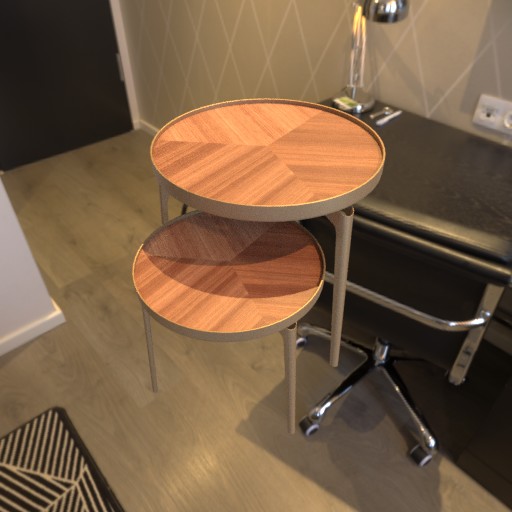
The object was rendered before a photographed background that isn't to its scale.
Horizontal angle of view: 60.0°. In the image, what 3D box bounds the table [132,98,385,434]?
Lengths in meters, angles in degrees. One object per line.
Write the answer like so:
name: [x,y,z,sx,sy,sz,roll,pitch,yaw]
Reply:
table: [0.000,0.000,1.139,0.532,0.555,0.751,12,42,14]
